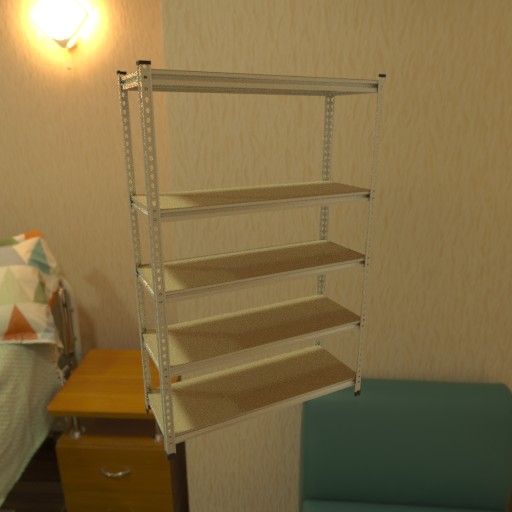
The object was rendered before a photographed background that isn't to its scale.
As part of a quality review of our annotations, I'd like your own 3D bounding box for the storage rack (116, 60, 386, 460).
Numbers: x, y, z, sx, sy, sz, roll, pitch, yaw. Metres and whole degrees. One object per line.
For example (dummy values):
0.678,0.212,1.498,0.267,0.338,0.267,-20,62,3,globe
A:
0.000,0.000,2.385,1.219,1.829,0.457,-9,19,-26,storage rack
